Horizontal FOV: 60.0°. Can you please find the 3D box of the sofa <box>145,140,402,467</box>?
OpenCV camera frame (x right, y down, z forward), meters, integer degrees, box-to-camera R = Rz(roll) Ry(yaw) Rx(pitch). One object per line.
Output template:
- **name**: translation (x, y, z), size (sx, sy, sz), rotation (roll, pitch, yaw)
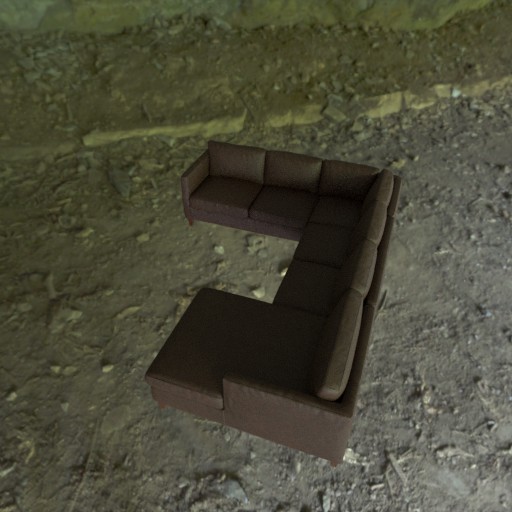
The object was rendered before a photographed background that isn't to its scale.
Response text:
- **sofa**: translation (0.000, 0.000, 4.626), size (2.593, 0.923, 3.460), rotation (13, 41, 15)
